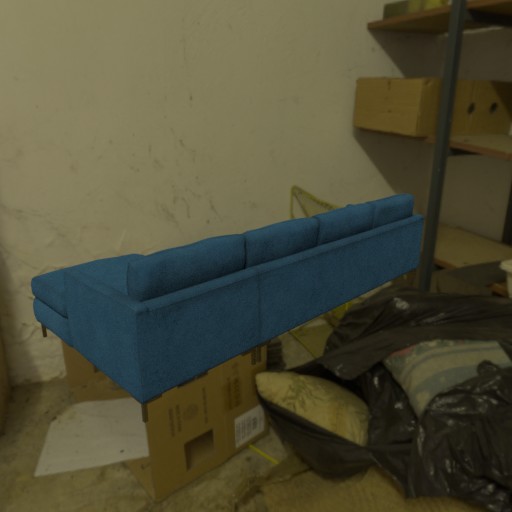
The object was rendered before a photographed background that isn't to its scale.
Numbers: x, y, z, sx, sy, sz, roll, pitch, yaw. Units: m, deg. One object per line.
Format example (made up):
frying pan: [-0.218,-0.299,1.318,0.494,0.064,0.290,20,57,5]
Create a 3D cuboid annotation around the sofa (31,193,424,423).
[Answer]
sofa: [0.000,0.000,3.453,2.932,0.810,1.350,-16,24,-42]
